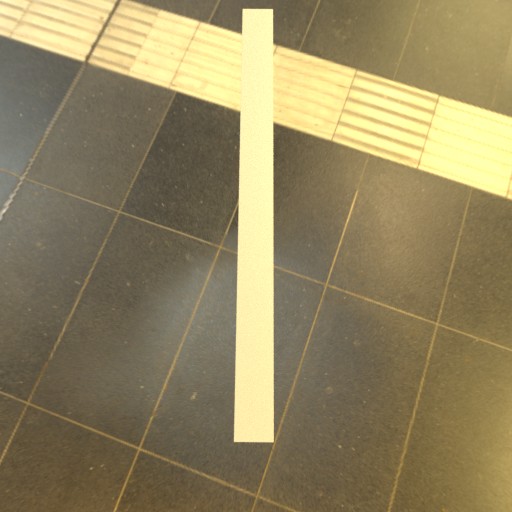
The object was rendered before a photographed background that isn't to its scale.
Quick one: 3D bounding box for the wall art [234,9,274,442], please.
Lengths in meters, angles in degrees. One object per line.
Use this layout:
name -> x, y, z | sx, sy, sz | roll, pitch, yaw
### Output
wall art -> 0.000, 0.000, 0.735 | 0.038, 0.505, 0.506 | 0, 75, 0
